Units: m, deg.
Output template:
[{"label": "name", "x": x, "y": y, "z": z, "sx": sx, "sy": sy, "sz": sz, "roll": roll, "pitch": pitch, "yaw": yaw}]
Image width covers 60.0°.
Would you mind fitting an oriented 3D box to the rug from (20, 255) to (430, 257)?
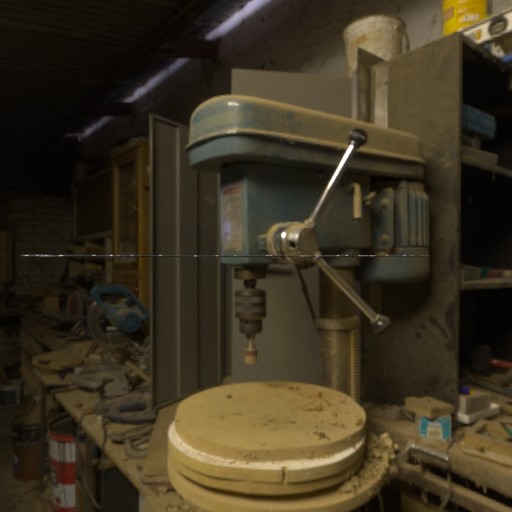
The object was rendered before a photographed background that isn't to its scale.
[{"label": "rug", "x": 0.000, "y": 0.000, "z": 2.694, "sx": 2.476, "sy": 0.010, "sz": 0.807, "roll": 0, "pitch": 0, "yaw": -36}]
